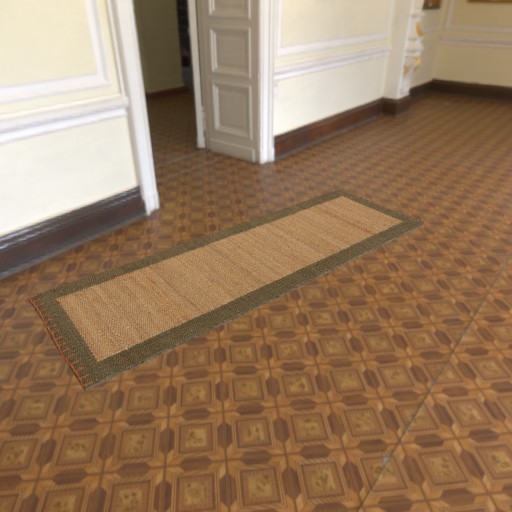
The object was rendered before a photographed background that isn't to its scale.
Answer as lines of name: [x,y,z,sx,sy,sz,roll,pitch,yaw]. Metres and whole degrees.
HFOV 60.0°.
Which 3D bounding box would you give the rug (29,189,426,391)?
rug: [0.000,0.000,2.692,2.413,0.016,0.810,-22,37,-32]
